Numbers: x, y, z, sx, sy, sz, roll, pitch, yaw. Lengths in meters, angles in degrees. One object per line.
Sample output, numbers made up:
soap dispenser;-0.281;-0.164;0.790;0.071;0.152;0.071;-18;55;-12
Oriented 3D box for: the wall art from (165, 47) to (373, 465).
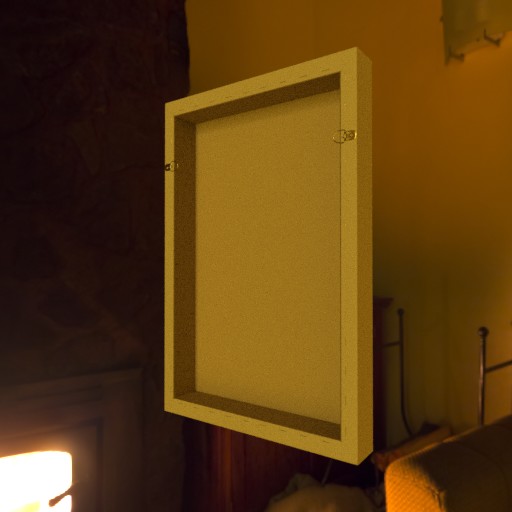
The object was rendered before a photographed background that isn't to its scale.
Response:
wall art;0.000;0.000;0.491;0.252;0.381;0.039;0;-1;36
